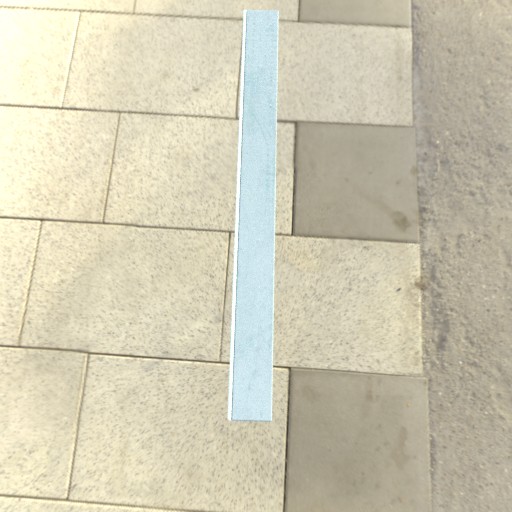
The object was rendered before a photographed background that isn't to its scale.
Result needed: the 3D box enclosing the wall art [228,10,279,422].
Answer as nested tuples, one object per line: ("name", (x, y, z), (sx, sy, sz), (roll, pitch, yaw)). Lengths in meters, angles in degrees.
("wall art", (0.000, 0.000, 0.665), (0.037, 0.509, 0.409), (1, 76, 0))
